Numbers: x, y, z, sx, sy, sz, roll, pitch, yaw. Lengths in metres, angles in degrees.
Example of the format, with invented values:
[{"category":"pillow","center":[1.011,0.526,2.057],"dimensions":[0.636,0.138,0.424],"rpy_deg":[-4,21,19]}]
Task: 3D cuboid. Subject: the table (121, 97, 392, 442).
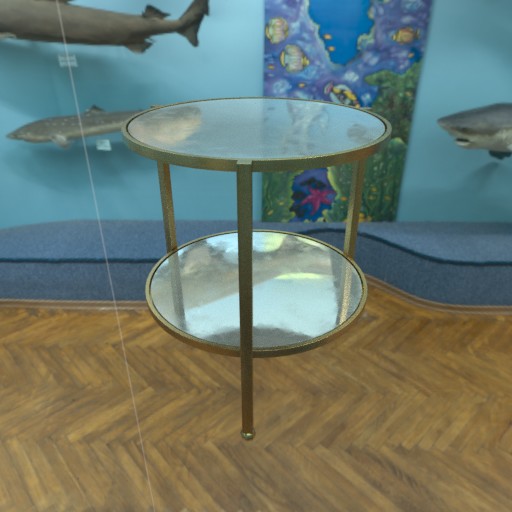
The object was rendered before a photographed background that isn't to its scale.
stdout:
[{"category":"table","center":[0.000,0.000,0.453],"dimensions":[0.231,0.269,0.243],"rpy_deg":[2,30,3]}]
